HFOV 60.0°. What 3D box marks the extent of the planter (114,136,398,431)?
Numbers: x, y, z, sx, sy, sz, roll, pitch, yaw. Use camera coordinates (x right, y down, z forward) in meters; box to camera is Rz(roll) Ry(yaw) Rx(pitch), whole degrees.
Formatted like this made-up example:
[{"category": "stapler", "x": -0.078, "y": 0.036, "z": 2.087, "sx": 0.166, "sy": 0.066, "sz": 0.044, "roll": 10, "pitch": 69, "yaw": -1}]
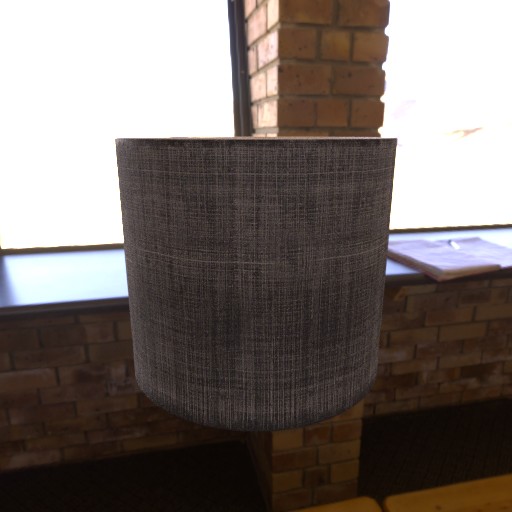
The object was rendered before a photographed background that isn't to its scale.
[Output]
[{"category": "planter", "x": 0.000, "y": 0.000, "z": 0.388, "sx": 0.221, "sy": 0.201, "sz": 0.221, "roll": 0, "pitch": 15, "yaw": 0}]
